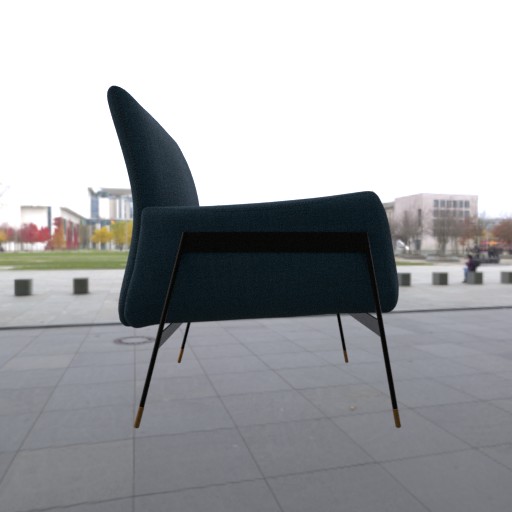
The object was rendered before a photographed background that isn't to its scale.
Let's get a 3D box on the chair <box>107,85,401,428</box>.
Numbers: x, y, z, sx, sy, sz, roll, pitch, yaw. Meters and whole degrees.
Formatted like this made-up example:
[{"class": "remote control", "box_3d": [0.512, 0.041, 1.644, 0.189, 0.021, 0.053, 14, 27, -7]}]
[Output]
[{"class": "chair", "box_3d": [0.000, 0.000, 1.429, 0.769, 0.859, 0.678, 0, 1, 0]}]
